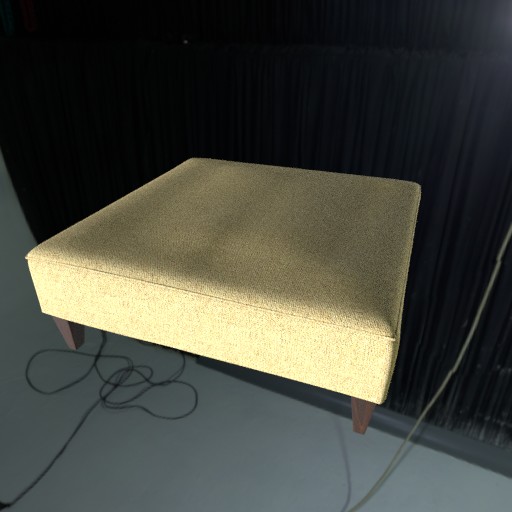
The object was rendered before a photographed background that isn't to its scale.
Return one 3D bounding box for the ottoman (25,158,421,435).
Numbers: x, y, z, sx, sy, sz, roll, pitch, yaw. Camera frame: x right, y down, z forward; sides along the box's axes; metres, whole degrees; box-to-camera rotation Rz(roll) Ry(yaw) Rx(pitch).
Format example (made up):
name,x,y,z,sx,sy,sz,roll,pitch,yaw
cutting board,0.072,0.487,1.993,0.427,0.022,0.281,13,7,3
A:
name,x,y,z,sx,sy,sz,roll,pitch,yaw
ottoman,0.000,0.000,1.501,0.981,0.378,0.970,10,31,18
